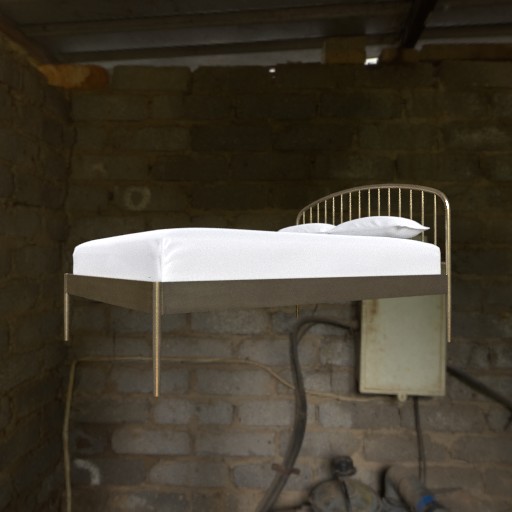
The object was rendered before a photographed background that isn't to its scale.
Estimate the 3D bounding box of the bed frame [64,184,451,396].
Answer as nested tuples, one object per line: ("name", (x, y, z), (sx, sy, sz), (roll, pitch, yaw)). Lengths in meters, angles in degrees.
("bed frame", (0.000, 0.000, 3.070), (2.152, 1.175, 1.612), (1, -1, -36))
